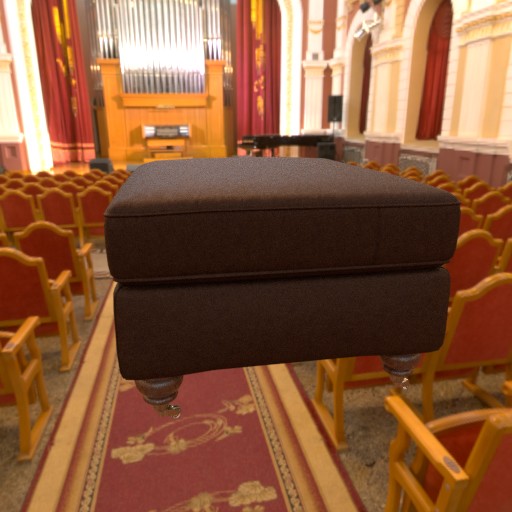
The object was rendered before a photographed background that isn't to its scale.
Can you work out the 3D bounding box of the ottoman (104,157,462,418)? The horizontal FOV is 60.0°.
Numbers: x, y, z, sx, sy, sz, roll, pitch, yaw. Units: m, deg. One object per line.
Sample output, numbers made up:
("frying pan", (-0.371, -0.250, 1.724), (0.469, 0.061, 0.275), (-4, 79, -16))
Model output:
("ottoman", (0.000, 0.000, 1.769), (0.967, 0.730, 1.187), (-3, 17, -10))
